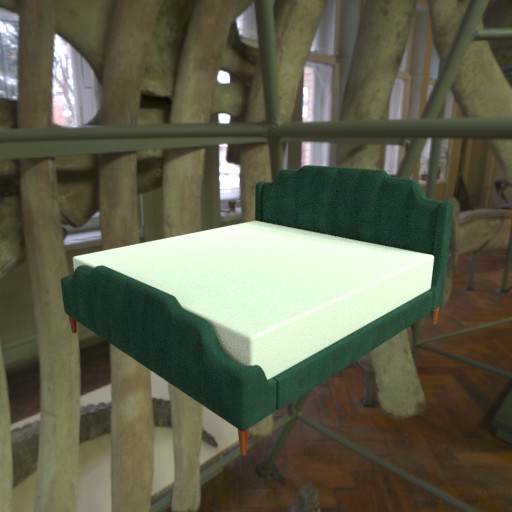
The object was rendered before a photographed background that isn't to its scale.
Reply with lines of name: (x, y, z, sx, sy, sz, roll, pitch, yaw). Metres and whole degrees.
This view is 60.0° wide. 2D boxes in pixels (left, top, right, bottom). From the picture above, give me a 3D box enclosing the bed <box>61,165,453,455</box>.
bed: (0.000, 0.000, 3.487, 2.074, 1.245, 2.340, 15, 22, 43)
